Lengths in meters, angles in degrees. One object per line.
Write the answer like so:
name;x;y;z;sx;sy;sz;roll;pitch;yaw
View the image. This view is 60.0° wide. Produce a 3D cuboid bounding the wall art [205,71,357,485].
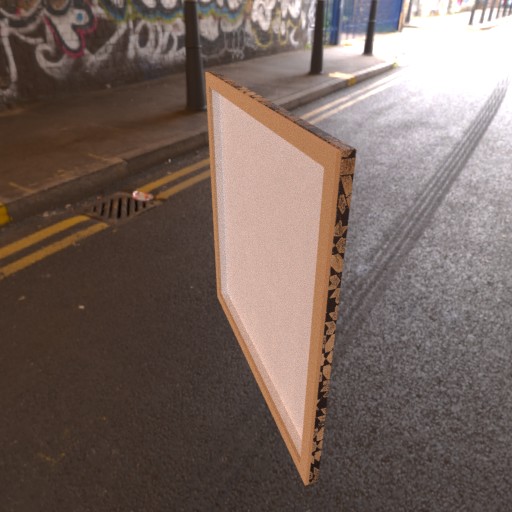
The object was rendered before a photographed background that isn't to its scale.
wall art;0.000;0.000;1.331;0.038;0.914;0.914;-10;32;-16
